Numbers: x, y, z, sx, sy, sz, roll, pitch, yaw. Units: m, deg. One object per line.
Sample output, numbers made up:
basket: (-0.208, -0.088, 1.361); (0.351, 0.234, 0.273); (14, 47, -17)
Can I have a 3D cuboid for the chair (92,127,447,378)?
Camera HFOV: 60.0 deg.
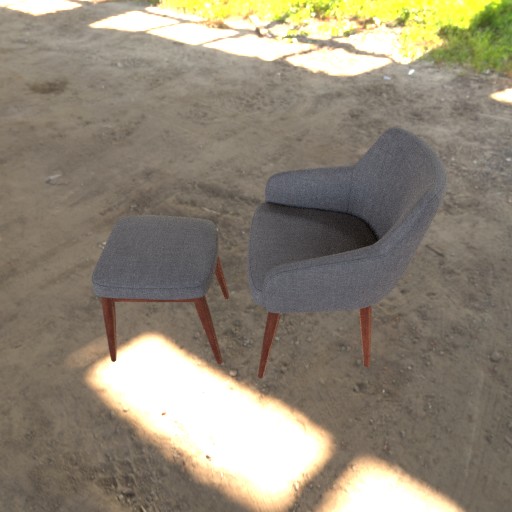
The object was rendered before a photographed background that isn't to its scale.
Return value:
chair: (0.000, 0.000, 1.579); (1.107, 0.799, 0.584); (1, 40, 1)
